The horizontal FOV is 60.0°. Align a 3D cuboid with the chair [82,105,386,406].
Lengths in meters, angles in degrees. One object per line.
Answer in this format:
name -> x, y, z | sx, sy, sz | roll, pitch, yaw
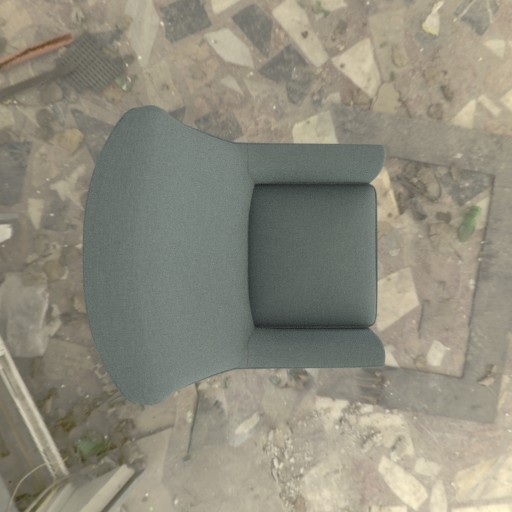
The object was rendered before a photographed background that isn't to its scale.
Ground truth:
chair -> 0.000, 0.000, 1.546 | 0.879, 0.916, 0.756 | 0, 90, -1
